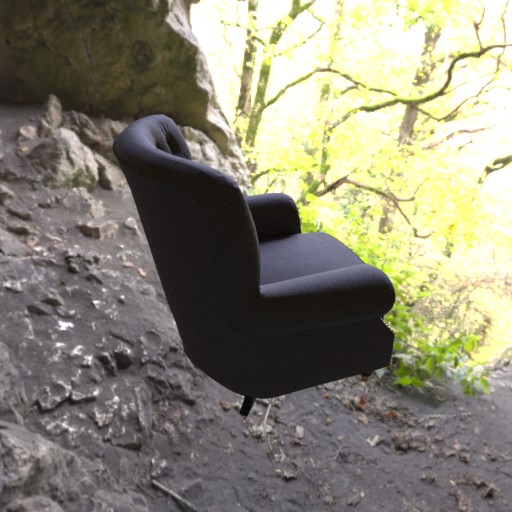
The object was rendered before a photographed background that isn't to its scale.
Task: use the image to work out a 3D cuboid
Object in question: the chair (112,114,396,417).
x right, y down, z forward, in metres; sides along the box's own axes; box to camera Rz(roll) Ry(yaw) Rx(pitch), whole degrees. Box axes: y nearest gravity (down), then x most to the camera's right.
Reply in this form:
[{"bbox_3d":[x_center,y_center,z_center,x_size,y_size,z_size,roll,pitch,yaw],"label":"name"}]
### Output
[{"bbox_3d":[0.000,0.000,1.812,0.983,1.046,0.983,-10,31,-18],"label":"chair"}]
